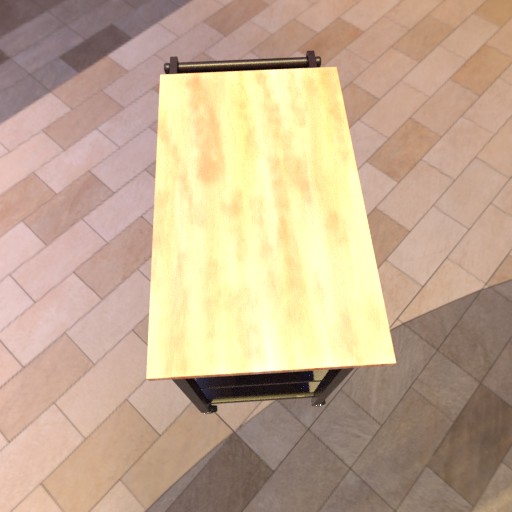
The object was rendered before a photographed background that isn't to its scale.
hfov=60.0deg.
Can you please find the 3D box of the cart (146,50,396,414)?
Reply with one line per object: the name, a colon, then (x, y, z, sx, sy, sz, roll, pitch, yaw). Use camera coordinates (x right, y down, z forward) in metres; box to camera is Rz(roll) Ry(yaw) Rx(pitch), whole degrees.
cart: (0.000, 0.000, 1.423, 0.472, 0.878, 0.914, -3, 64, -2)
